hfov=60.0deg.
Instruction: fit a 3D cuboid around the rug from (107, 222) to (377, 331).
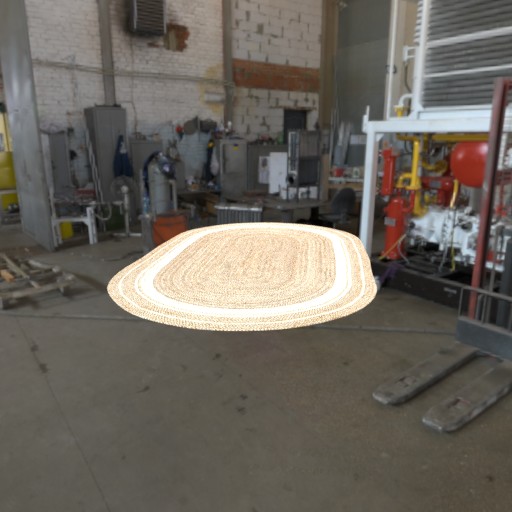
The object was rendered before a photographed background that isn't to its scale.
[{"bbox_3d":[0.000,0.000,3.037,1.520,0.006,2.432,2,15,9],"label":"rug"}]
